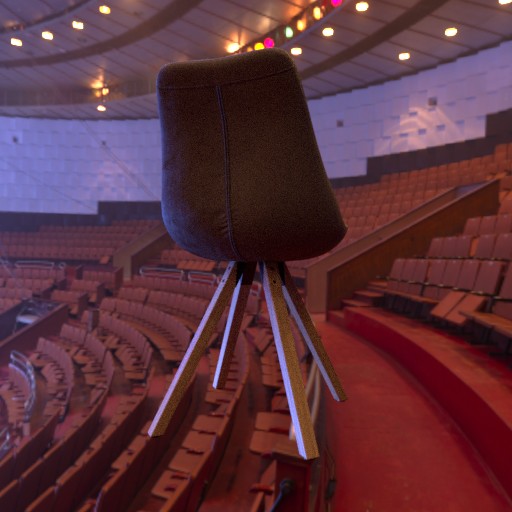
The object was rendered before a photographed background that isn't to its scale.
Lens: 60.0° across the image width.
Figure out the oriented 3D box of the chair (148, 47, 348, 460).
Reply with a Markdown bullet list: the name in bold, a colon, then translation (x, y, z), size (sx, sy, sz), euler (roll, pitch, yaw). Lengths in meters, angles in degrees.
- **chair**: translation (0.000, 0.000, 1.198), size (0.483, 0.865, 0.547), euler (0, 0, 19)
